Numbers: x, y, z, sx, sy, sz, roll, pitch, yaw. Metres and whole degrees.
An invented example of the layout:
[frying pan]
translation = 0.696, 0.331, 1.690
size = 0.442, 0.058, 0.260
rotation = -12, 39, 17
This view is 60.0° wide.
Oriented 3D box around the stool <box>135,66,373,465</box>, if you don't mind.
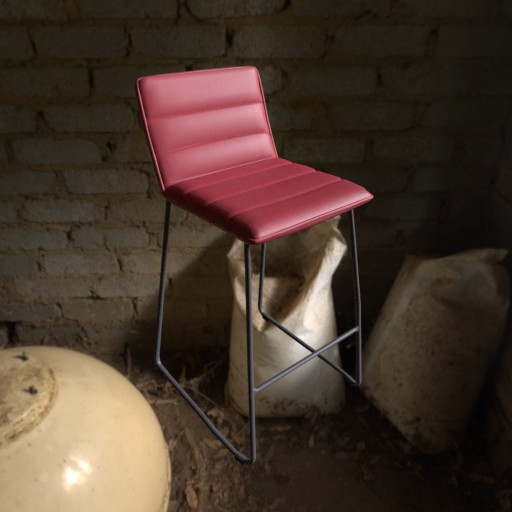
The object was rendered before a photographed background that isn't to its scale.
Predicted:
[stool]
translation = 0.000, 0.000, 1.258
size = 0.489, 0.937, 0.524
rotation = -22, 37, -33
